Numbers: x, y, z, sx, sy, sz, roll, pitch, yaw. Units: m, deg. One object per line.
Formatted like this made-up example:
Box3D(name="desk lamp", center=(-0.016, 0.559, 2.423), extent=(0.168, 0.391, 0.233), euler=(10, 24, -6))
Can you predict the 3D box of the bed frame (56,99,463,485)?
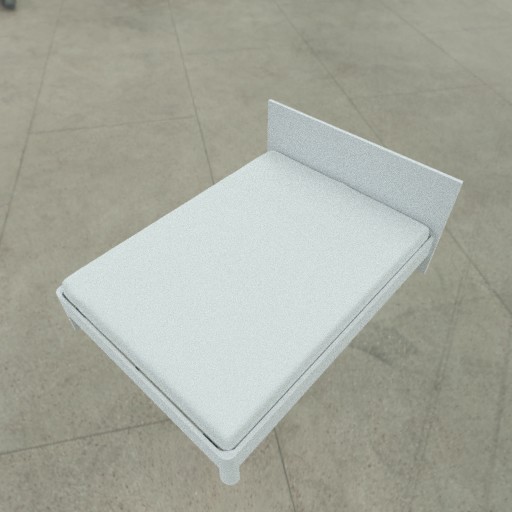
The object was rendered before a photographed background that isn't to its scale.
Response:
Box3D(name="bed frame", center=(0.000, 0.000, 2.718), extent=(1.490, 0.800, 1.950), euler=(33, 55, 28))
